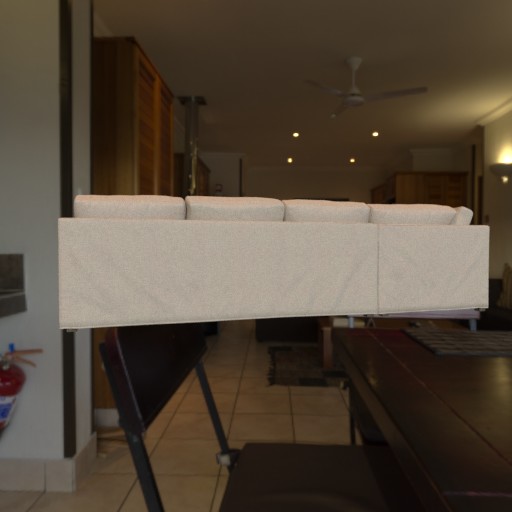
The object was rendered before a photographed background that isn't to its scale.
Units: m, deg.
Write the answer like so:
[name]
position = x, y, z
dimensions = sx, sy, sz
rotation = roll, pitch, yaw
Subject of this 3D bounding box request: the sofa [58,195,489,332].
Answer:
[sofa]
position = 0.000, 0.000, 4.221
dimensions = 3.182, 0.871, 2.432
rotation = 0, 1, -17
